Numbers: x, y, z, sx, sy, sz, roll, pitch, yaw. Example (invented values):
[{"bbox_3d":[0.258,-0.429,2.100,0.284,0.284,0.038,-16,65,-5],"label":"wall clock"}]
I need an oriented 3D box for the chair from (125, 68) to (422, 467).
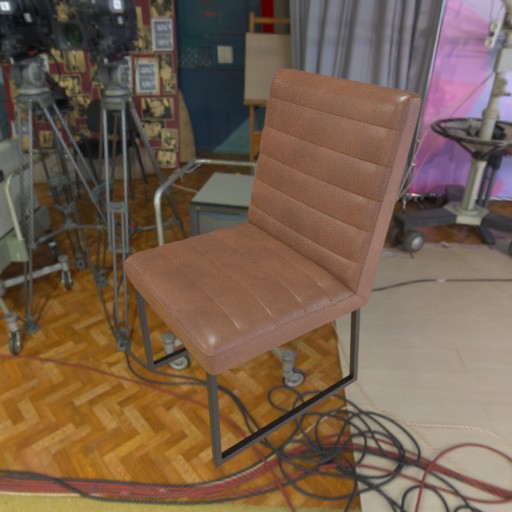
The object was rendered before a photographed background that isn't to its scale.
[{"bbox_3d":[0.000,0.000,1.294,0.634,0.930,0.520,-20,36,-30],"label":"chair"}]
